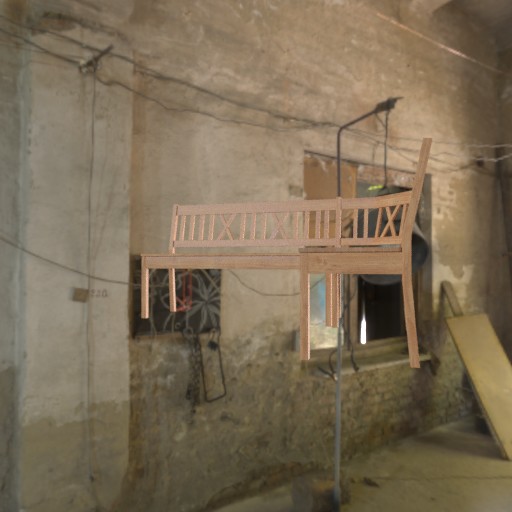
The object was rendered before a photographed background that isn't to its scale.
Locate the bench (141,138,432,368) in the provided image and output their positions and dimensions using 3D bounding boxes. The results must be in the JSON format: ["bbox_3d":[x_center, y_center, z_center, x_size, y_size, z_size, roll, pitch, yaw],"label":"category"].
[{"bbox_3d":[0.000,0.000,2.749,1.937,0.902,1.537,0,-1,18],"label":"bench"}]
